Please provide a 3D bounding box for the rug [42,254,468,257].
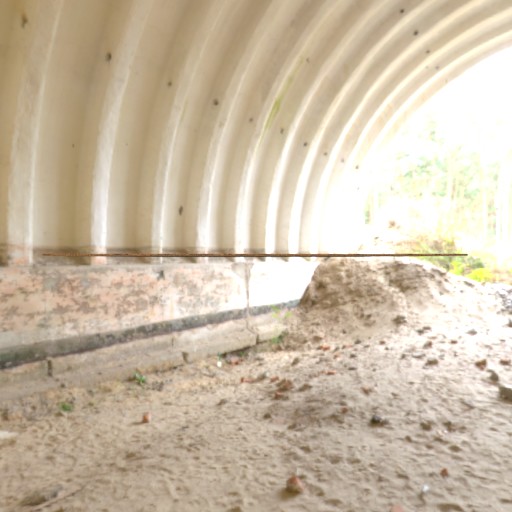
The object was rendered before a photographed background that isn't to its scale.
[{"bbox_3d":[0.000,0.000,4.131,2.438,0.012,3.200,0,0,0],"label":"rug"}]
